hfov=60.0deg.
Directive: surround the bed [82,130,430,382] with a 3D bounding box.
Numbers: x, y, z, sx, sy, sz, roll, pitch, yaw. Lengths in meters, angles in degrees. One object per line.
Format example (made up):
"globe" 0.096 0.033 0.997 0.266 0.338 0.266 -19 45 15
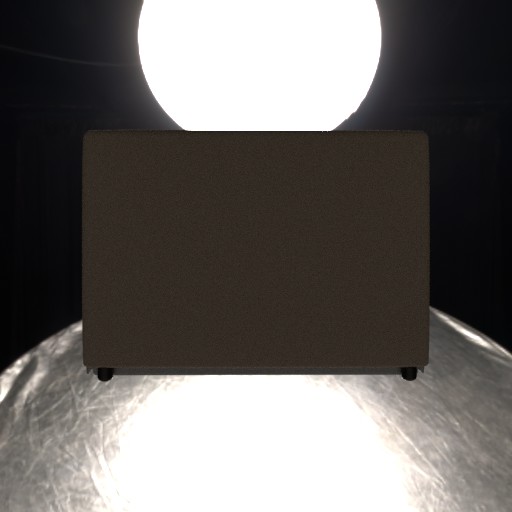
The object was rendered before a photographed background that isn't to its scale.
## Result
"bed" 0.000 0.000 3.354 1.884 1.330 2.142 0 0 0
